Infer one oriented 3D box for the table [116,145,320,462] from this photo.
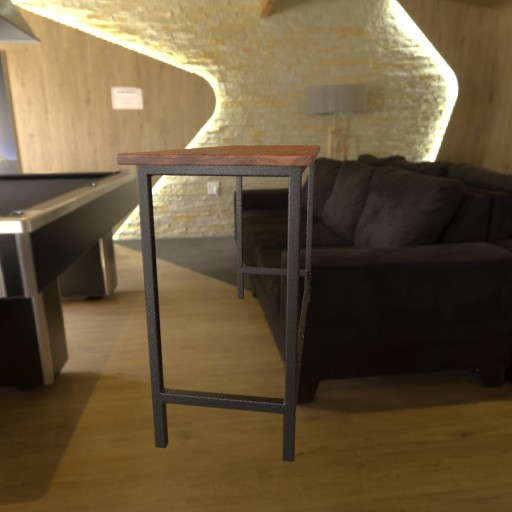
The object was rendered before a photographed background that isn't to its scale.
[{"bbox_3d":[0.000,0.000,1.564,0.408,0.740,1.204,2,15,8],"label":"table"}]
